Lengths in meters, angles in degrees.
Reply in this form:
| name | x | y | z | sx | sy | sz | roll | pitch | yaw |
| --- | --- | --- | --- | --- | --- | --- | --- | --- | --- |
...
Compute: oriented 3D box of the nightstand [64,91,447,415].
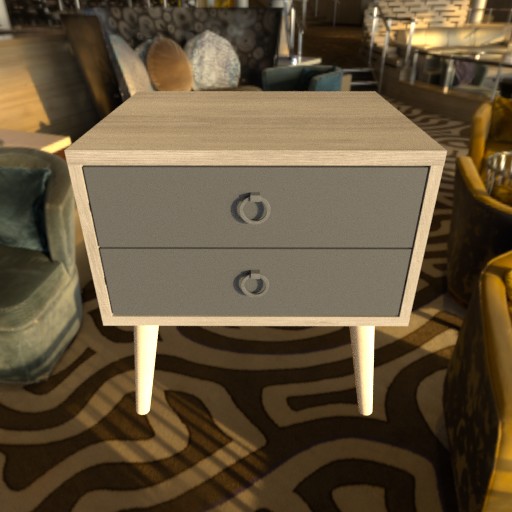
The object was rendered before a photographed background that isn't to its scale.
| name | x | y | z | sx | sy | sz | roll | pitch | yaw |
| --- | --- | --- | --- | --- | --- | --- | --- | --- | --- |
| nightstand | 0.000 | 0.000 | 0.803 | 0.450 | 0.500 | 0.380 | 0 | 31 | 0 |
